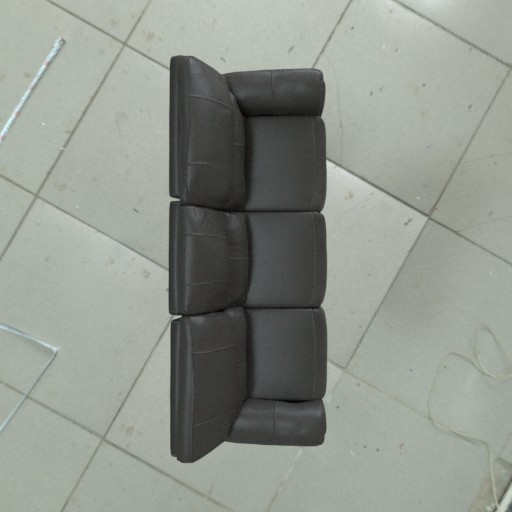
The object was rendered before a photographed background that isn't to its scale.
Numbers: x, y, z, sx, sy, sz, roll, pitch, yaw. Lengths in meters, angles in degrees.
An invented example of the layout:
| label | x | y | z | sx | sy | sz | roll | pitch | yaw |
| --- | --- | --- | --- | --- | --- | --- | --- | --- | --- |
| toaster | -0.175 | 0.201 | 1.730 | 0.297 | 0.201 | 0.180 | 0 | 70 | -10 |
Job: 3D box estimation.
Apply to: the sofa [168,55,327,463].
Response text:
| label | x | y | z | sx | sy | sz | roll | pitch | yaw |
| --- | --- | --- | --- | --- | --- | --- | --- | --- | --- |
| sofa | 0.000 | 0.000 | 3.186 | 1.104 | 1.134 | 2.627 | 0 | 89 | -1 |
